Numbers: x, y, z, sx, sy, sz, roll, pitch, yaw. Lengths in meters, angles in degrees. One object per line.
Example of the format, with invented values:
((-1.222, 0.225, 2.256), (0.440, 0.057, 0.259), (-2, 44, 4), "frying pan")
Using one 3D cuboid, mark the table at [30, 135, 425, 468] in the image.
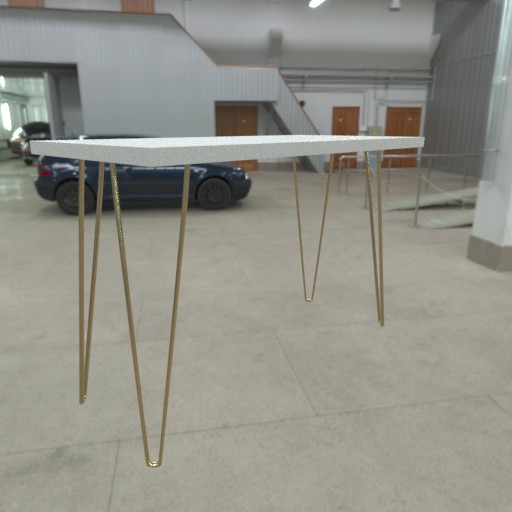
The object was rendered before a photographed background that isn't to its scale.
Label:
((0.000, 0.000, 1.290), (0.498, 0.660, 0.991), (15, 22, 42), "table")
